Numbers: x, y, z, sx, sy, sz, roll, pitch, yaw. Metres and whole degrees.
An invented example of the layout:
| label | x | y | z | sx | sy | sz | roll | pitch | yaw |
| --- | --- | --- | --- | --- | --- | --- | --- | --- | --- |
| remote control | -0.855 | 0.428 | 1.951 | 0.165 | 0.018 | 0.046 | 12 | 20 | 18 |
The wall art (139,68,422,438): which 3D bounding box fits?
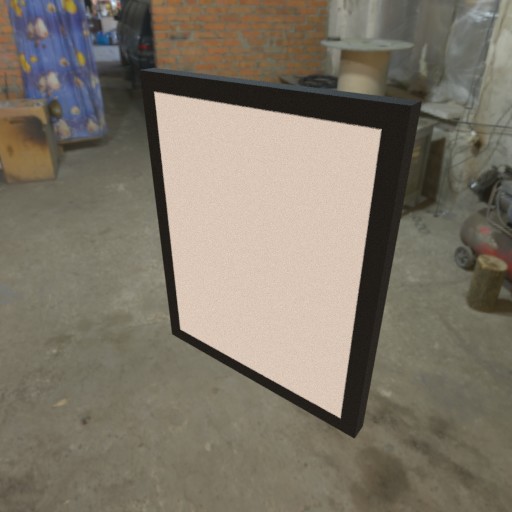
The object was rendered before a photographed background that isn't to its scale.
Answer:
| label | x | y | z | sx | sy | sz | roll | pitch | yaw |
| --- | --- | --- | --- | --- | --- | --- | --- | --- | --- |
| wall art | 0.000 | 0.000 | 0.548 | 0.329 | 0.404 | 0.024 | 21 | 36 | 32 |
